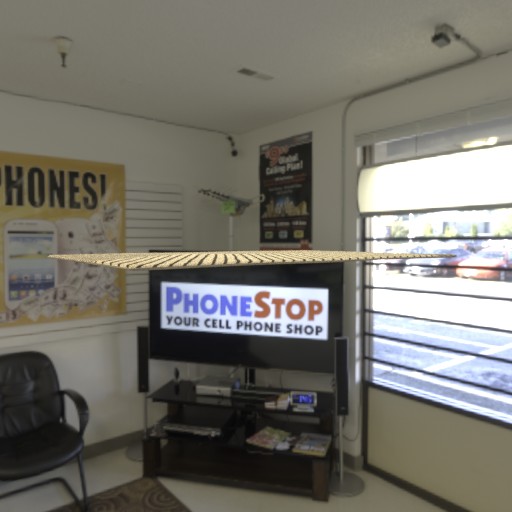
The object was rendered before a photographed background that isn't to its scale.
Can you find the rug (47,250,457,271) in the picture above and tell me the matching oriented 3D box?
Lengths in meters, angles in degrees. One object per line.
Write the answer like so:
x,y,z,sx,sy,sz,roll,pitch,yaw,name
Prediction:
0.000,0.000,2.389,1.842,0.019,1.237,-2,3,-36,rug
